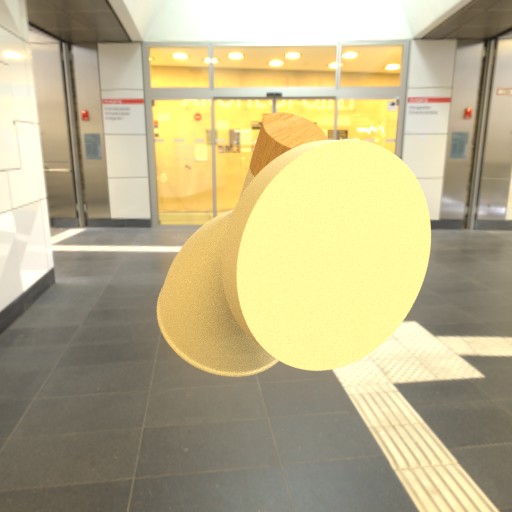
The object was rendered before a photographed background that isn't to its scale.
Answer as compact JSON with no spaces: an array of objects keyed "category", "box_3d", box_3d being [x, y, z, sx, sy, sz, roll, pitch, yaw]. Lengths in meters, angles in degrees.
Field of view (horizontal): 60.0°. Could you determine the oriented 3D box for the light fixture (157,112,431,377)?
[{"category":"light fixture","box_3d":[0.000,0.000,0.330,0.127,0.199,0.209,-7,15,-26]}]
